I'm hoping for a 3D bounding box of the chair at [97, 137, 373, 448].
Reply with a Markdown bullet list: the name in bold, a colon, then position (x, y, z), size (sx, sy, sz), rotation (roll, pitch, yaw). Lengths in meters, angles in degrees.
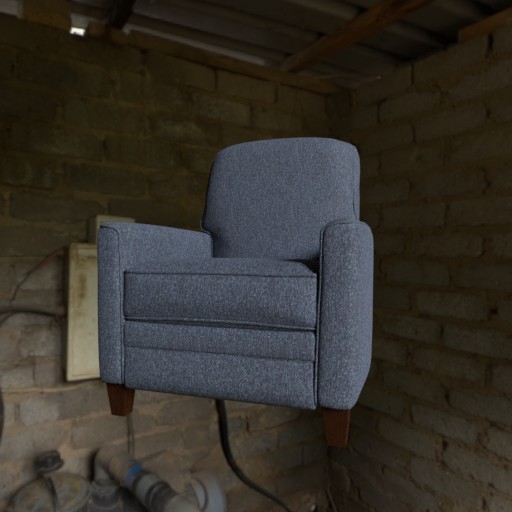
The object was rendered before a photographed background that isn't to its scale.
- **chair**: position (0.000, 0.000, 1.644), size (0.839, 1.016, 0.850), rotation (0, 2, 18)
